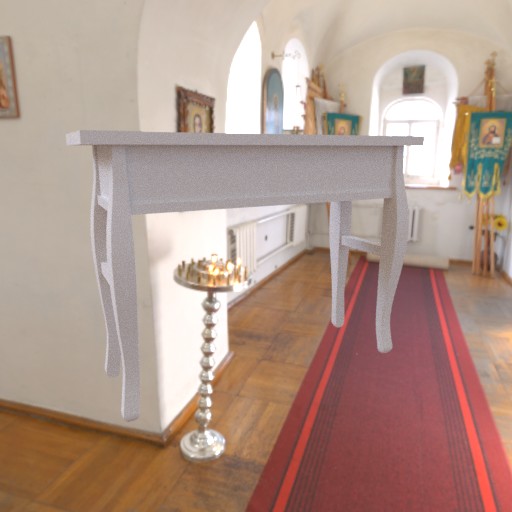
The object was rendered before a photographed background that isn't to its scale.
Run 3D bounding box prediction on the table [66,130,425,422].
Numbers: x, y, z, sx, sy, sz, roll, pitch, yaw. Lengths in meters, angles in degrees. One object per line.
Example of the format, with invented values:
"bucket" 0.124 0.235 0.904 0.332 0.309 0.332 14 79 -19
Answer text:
"table" 0.000 0.000 1.462 1.062 0.768 0.373 -7 15 -26
